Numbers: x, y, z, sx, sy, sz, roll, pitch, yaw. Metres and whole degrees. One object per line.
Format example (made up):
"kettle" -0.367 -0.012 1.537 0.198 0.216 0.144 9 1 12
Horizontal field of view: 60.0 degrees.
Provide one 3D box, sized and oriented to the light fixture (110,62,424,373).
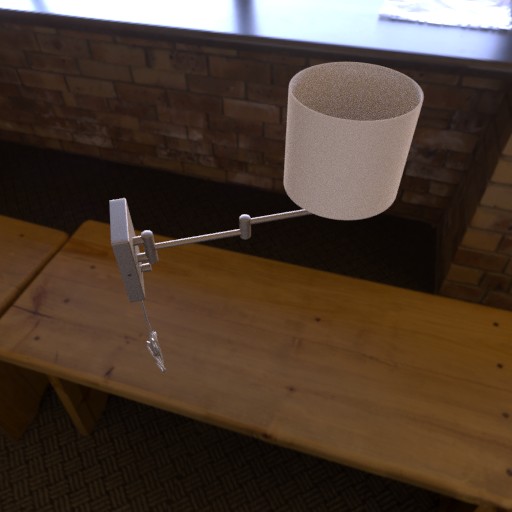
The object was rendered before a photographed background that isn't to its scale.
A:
"light fixture" 0.000 0.000 0.884 0.516 0.651 0.203 -10 46 -10
